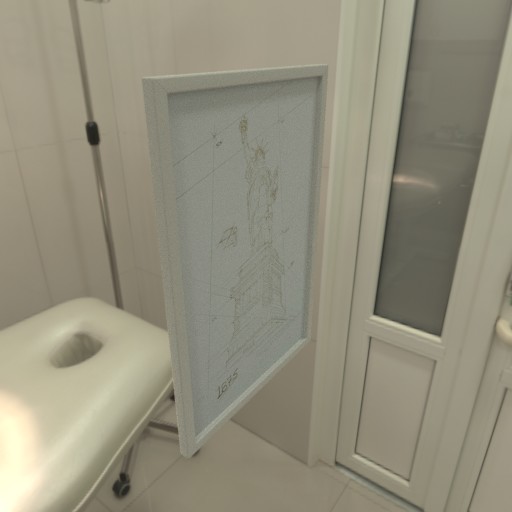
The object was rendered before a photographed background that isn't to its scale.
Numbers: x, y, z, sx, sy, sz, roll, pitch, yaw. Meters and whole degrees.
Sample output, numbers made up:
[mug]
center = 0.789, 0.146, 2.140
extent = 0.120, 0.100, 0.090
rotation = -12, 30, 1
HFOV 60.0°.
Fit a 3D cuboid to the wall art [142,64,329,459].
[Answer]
[wall art]
center = 0.000, 0.000, 1.521
extent = 0.038, 1.183, 0.808
rotation = 18, 31, 32
